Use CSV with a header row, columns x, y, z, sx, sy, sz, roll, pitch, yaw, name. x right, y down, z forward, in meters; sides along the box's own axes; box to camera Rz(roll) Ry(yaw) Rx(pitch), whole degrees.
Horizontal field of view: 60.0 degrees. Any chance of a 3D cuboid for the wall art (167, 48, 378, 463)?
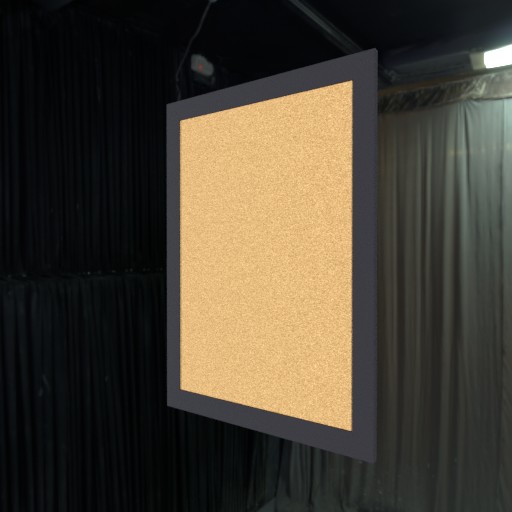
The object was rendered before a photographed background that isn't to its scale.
x,y,z,sx,sy,sz,roll,pitch,yaw,name
0.000,0.000,0.675,0.374,0.529,0.012,0,1,35,wall art
